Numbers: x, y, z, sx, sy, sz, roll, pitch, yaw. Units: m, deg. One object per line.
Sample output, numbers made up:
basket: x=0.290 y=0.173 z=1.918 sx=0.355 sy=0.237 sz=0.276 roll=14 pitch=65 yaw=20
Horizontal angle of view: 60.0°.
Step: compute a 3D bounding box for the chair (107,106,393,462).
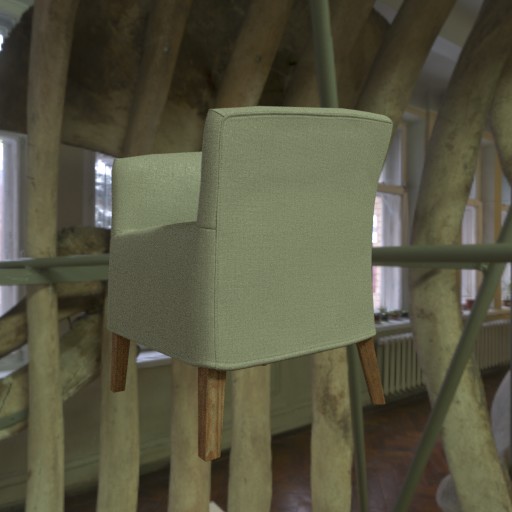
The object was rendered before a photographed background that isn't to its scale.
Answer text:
chair: x=0.000 y=0.000 z=1.238 sx=0.668 sy=0.771 sz=0.600 roll=0 pitch=0 yaw=-36
